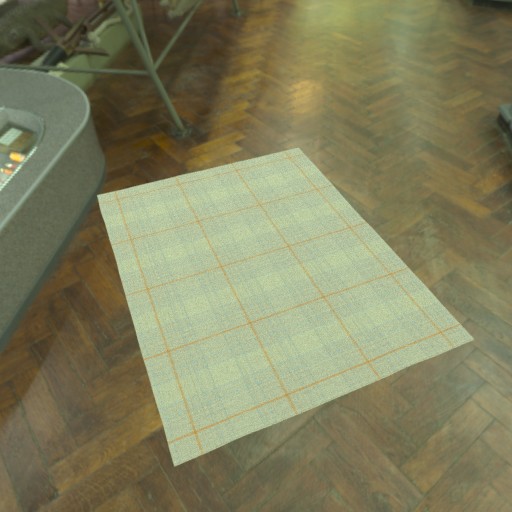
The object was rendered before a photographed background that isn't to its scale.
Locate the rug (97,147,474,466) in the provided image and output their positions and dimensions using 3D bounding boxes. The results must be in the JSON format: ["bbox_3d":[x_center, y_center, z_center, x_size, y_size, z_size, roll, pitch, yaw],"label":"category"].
[{"bbox_3d":[0.000,0.000,4.139,2.448,0.021,3.051,-17,48,-16],"label":"rug"}]
